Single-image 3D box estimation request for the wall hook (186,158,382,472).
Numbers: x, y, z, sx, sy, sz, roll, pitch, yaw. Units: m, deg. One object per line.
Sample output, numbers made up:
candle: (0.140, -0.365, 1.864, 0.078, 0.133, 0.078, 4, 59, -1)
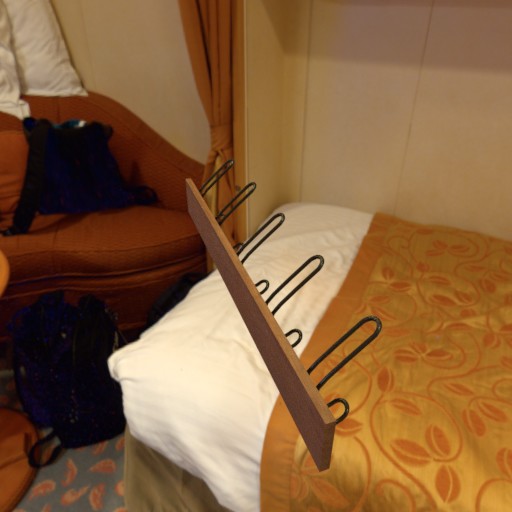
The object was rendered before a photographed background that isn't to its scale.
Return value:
wall hook: (0.000, 0.000, 0.594, 0.076, 0.116, 0.554, -10, 33, -16)
